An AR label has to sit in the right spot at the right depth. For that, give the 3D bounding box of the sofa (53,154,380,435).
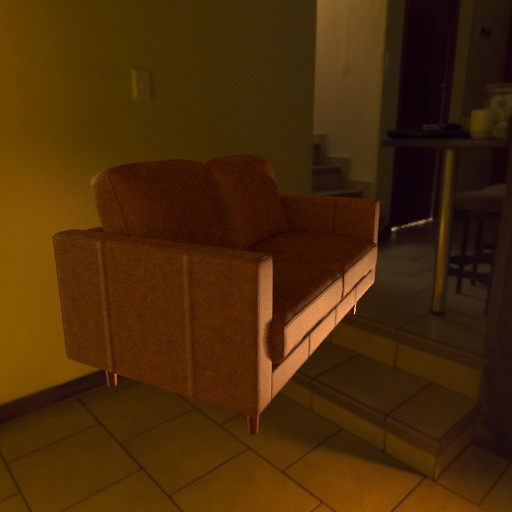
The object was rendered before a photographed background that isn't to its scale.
[{"bbox_3d":[0.000,0.000,2.188,0.909,0.951,1.578,8,16,27],"label":"sofa"}]
